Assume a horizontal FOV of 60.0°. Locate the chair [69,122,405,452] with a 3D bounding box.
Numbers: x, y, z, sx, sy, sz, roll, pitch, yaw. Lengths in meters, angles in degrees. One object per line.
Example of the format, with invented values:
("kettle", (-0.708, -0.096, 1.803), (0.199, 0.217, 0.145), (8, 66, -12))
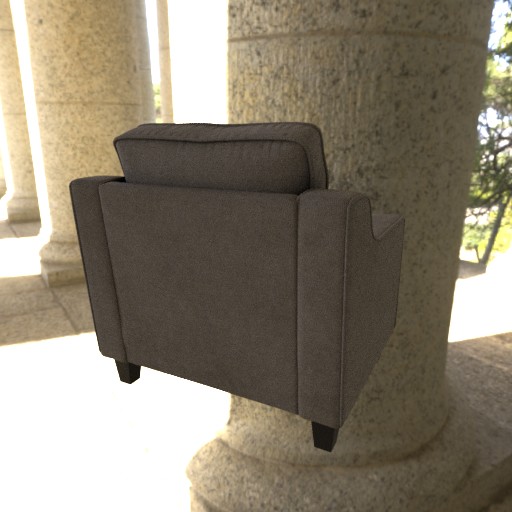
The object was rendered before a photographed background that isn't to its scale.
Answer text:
("chair", (0.000, 0.000, 1.644), (0.926, 0.944, 0.840), (8, 18, 26))
